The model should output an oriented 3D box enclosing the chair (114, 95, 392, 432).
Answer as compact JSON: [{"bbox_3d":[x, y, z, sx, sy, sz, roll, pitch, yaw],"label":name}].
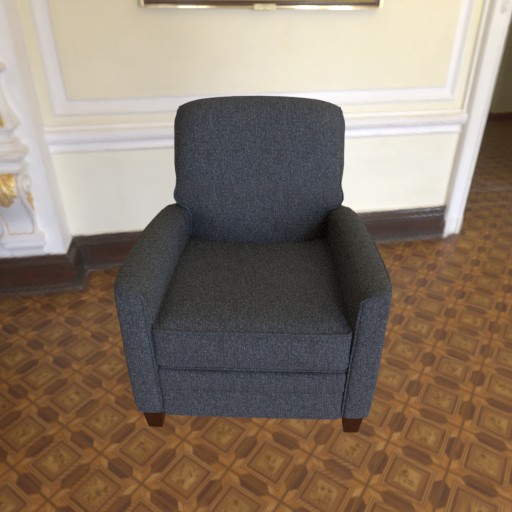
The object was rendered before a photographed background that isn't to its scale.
[{"bbox_3d":[0.000,0.000,1.646,0.839,1.016,0.850,1,29,2],"label":"chair"}]
